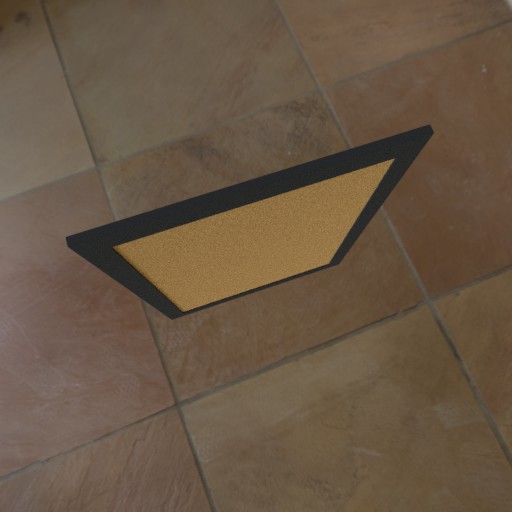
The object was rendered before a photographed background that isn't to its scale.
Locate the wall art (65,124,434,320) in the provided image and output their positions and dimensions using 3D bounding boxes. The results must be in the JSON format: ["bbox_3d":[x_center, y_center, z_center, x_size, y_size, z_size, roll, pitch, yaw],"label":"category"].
[{"bbox_3d":[0.000,0.000,0.684,0.374,0.529,0.012,-18,75,-5],"label":"wall art"}]
